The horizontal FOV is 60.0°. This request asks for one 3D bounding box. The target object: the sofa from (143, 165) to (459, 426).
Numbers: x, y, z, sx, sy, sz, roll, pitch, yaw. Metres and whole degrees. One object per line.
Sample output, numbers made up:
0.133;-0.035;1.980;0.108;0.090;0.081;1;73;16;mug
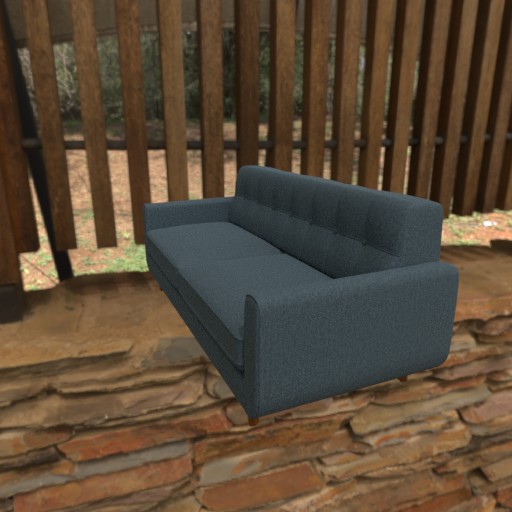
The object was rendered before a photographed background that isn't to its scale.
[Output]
0.000;0.000;2.569;0.942;0.884;2.055;-7;18;-23;sofa
